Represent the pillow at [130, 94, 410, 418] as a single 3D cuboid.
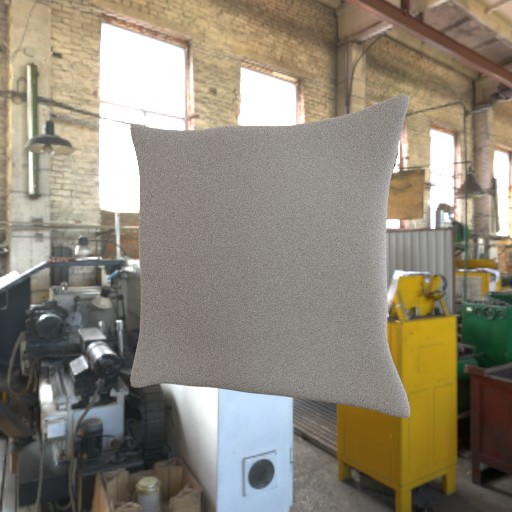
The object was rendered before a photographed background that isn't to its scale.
[{"bbox_3d":[0.000,0.000,0.782,0.514,0.513,0.163,0,0,19],"label":"pillow"}]
